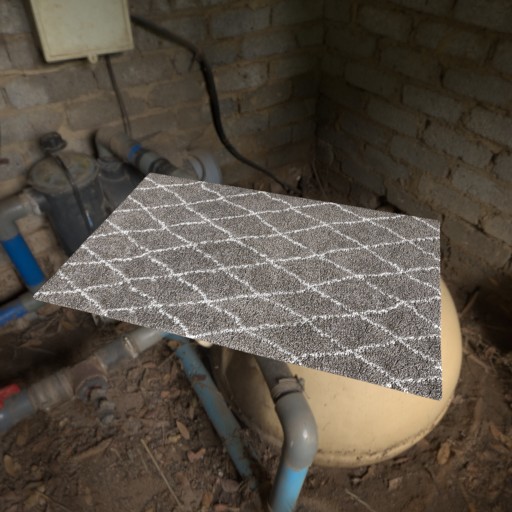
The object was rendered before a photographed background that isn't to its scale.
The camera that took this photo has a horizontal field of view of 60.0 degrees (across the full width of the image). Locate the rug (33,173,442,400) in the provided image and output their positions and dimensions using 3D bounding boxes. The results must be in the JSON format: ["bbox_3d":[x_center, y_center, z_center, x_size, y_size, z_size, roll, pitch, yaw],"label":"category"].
[{"bbox_3d":[0.000,0.000,3.449,2.743,0.030,1.778,11,42,13],"label":"rug"}]
